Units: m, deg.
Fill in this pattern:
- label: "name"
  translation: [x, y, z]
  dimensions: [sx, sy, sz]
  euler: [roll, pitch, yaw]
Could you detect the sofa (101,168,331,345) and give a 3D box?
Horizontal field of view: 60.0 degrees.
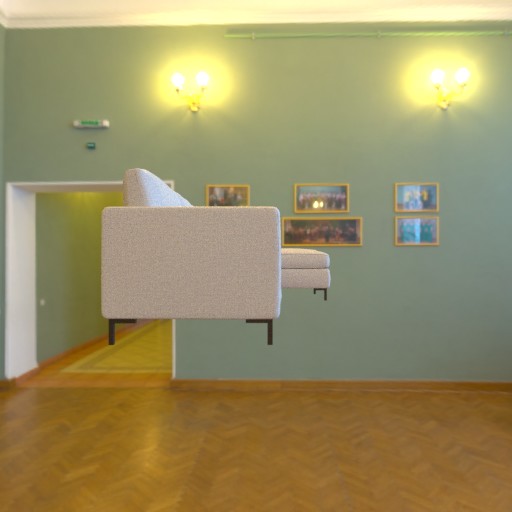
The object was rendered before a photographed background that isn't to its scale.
- label: "sofa"
  translation: [0.000, 0.000, 3.148]
  dimensions: [1.258, 0.755, 2.731]
  euler: [0, 0, 1]
